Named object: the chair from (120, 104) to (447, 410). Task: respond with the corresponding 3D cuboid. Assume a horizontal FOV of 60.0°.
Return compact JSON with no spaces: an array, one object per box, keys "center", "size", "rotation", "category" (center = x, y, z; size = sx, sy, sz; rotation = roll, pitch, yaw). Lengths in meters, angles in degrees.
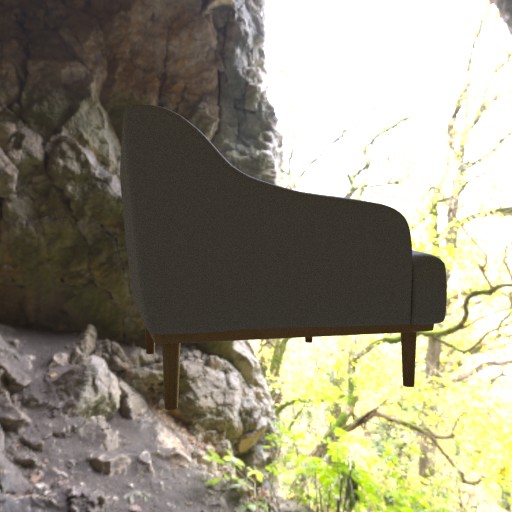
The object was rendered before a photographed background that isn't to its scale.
[{"center":[0.000,0.000,1.635],"size":[0.951,0.818,0.946],"rotation":[0,0,-18],"category":"chair"}]
